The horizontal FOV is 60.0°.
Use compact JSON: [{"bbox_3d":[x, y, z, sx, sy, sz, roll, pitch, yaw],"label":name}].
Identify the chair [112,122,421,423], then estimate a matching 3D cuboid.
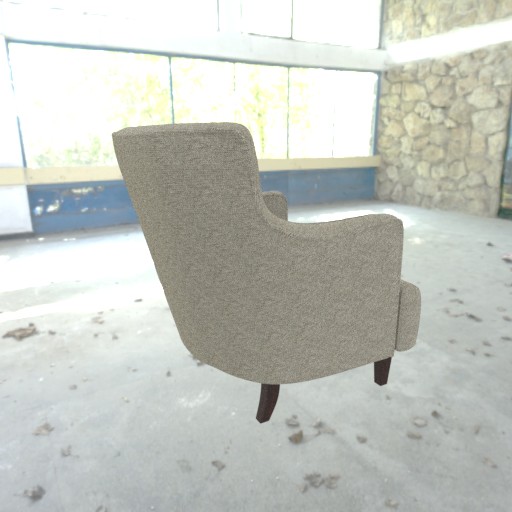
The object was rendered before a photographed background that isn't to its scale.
[{"bbox_3d":[0.000,0.000,1.644,0.910,0.920,0.820,-8,17,-28],"label":"chair"}]
